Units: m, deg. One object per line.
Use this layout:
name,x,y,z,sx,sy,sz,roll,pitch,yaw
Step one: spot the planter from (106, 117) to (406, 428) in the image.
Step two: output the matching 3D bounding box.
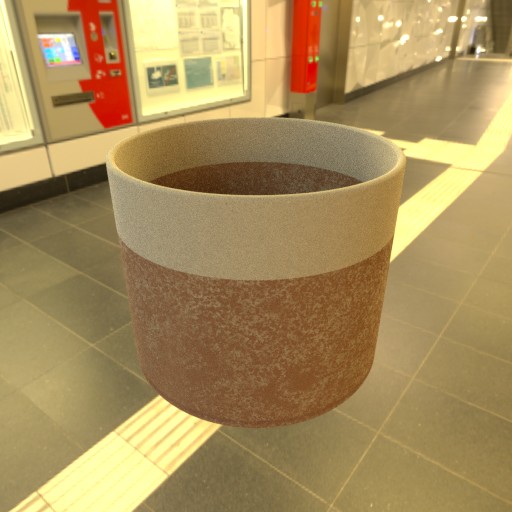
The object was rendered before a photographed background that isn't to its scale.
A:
planter,0.000,0.000,0.276,0.159,0.138,0.159,0,28,0
